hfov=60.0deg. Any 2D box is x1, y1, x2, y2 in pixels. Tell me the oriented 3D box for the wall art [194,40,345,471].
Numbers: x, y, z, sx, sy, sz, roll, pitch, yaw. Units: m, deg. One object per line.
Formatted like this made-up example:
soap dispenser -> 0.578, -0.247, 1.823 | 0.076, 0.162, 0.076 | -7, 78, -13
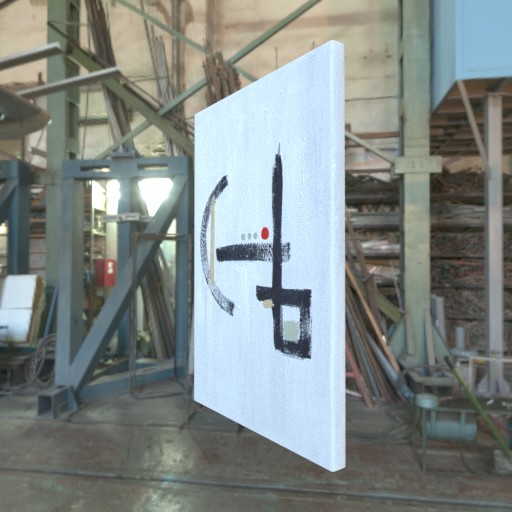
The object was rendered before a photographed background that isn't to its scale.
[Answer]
wall art -> 0.000, 0.000, 1.189 | 0.048, 0.916, 0.602 | 1, -1, -37
